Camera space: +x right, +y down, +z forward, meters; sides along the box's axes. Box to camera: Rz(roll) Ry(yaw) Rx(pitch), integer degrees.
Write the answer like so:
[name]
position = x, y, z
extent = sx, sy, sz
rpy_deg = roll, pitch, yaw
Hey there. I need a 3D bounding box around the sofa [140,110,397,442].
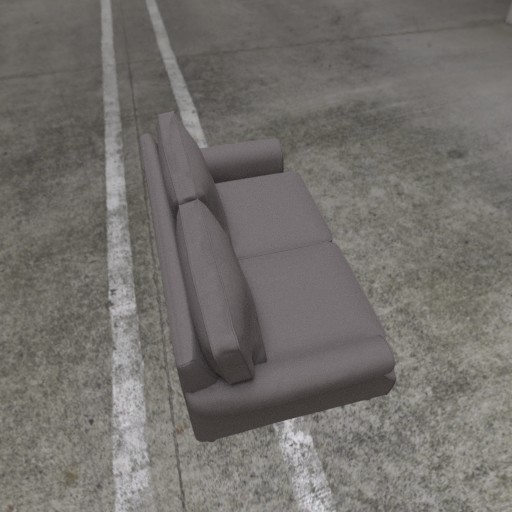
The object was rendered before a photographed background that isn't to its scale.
[sofa]
position = 0.000, 0.000, 2.307
extent = 0.964, 0.937, 1.665
rpy_deg = -11, 49, -10
